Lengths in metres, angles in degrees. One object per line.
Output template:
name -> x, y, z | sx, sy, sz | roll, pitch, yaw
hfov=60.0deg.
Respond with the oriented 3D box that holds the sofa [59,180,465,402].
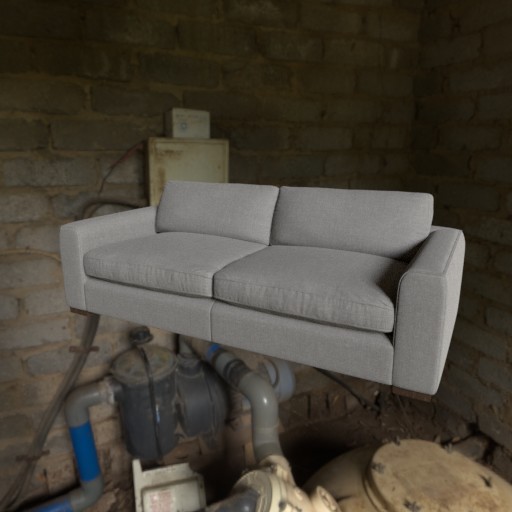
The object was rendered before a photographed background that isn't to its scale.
sofa -> 0.000, 0.000, 2.705 | 2.262, 0.801, 1.070 | 8, 17, 27
